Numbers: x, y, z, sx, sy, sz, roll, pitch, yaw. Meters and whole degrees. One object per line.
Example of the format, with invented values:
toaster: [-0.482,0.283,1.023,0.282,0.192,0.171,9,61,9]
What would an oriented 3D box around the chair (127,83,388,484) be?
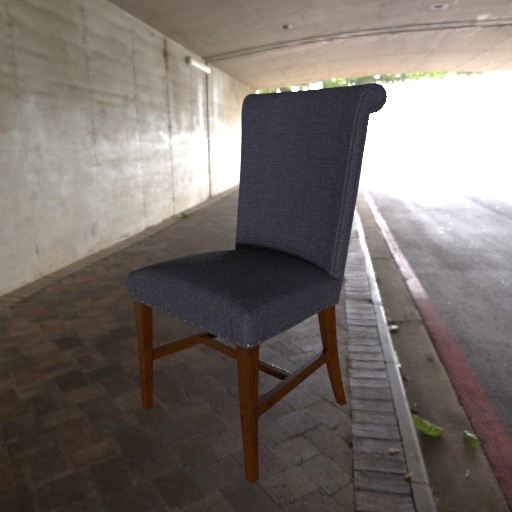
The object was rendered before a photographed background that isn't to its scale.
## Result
chair: [0.000,0.000,1.342,0.513,0.988,0.608,13,20,41]
